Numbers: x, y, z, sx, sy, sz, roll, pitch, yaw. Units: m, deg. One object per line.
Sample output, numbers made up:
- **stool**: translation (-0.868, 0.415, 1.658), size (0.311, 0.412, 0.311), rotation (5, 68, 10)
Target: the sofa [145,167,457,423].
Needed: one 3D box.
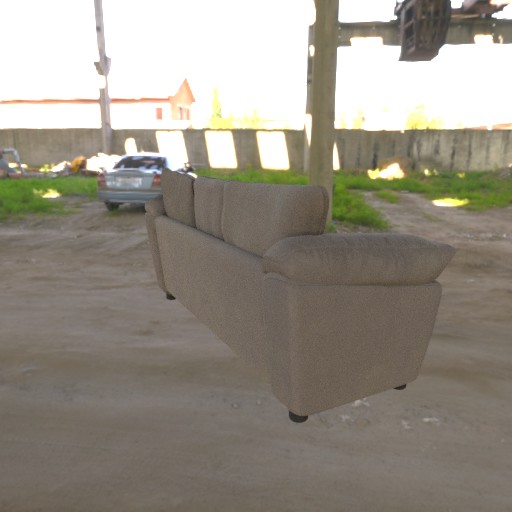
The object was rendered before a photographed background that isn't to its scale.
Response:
- **sofa**: translation (0.000, 0.000, 2.865), size (0.878, 1.073, 2.336), rotation (-7, 15, -27)
